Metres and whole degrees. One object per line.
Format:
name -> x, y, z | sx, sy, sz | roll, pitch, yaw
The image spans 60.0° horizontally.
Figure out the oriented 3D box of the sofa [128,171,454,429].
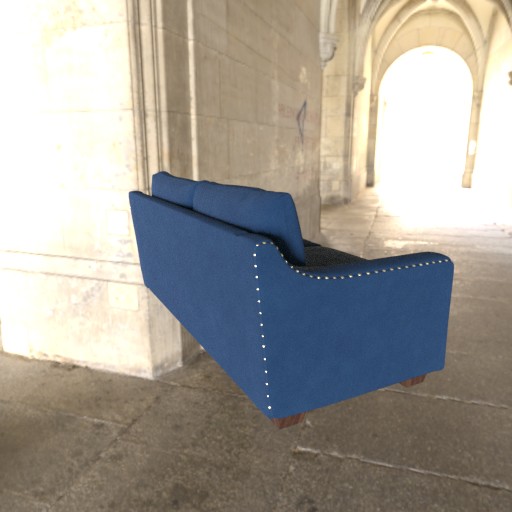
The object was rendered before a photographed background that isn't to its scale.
sofa -> 0.000, 0.000, 2.782 | 1.104, 0.983, 2.107 | -7, 16, -27
